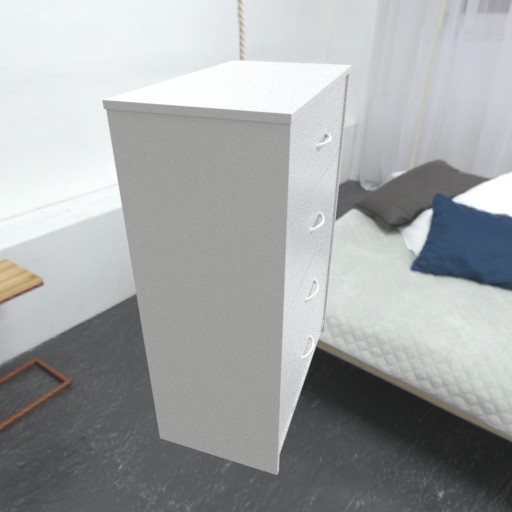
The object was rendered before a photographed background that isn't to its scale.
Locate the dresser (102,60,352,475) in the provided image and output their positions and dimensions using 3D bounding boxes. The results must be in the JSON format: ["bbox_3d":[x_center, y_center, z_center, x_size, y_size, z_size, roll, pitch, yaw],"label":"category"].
[{"bbox_3d":[0.000,0.000,1.362,0.401,1.021,0.704,10,31,16],"label":"dresser"}]
